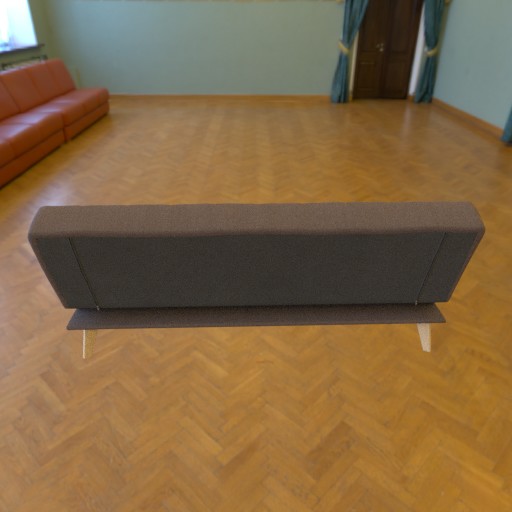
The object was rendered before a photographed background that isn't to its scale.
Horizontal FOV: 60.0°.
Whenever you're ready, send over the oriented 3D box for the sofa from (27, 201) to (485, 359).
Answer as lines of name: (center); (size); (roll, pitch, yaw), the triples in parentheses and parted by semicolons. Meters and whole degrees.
sofa: (0.000, 0.000, 2.251); (1.800, 0.810, 0.860); (-1, 29, -1)
